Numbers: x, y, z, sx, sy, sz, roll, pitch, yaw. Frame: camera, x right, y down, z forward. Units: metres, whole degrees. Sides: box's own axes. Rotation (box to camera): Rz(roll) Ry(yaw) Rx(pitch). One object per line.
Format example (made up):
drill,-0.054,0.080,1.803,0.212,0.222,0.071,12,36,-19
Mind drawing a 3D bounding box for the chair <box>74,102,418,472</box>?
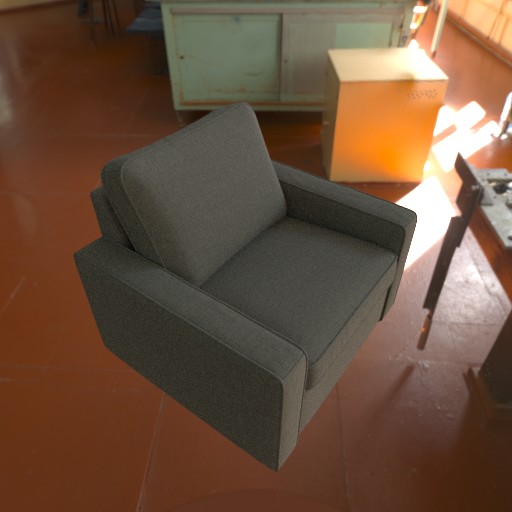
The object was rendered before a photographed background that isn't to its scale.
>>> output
chair,0.000,0.000,1.757,0.940,0.919,1.017,26,47,27
